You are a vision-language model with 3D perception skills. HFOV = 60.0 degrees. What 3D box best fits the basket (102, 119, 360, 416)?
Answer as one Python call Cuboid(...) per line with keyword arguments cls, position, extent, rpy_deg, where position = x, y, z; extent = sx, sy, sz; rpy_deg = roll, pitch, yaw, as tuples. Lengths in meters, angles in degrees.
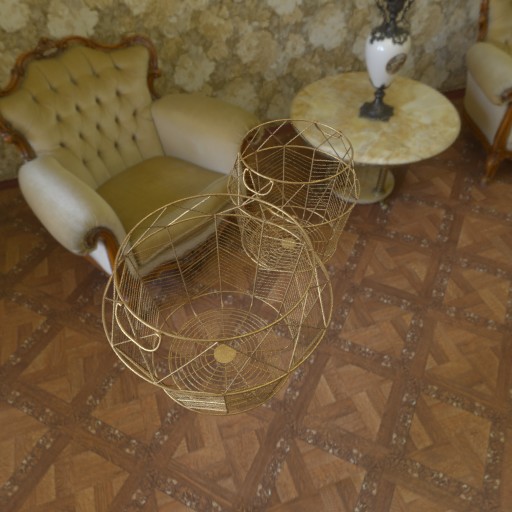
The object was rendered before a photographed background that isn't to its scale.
Cuboid(cls="basket", position=(0.000, 0.000, 1.045), extent=(0.451, 0.343, 0.805), rpy_deg=(18, 49, 17))
